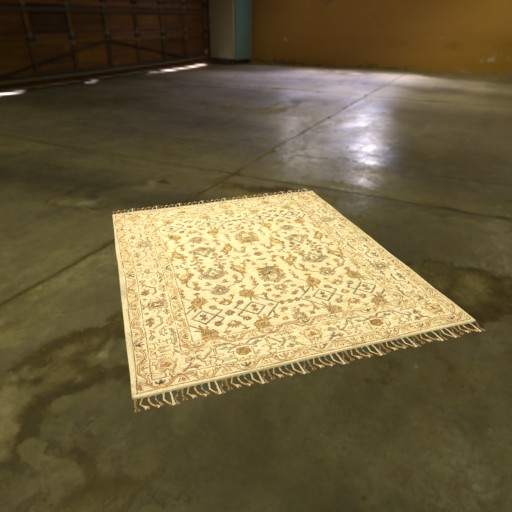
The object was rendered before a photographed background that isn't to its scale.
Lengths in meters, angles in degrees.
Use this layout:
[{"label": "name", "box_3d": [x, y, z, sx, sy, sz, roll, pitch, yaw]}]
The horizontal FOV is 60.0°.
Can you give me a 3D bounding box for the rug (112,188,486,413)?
[{"label": "rug", "box_3d": [0.000, 0.000, 4.045, 2.426, 0.034, 3.061, -9, 30, -16]}]
